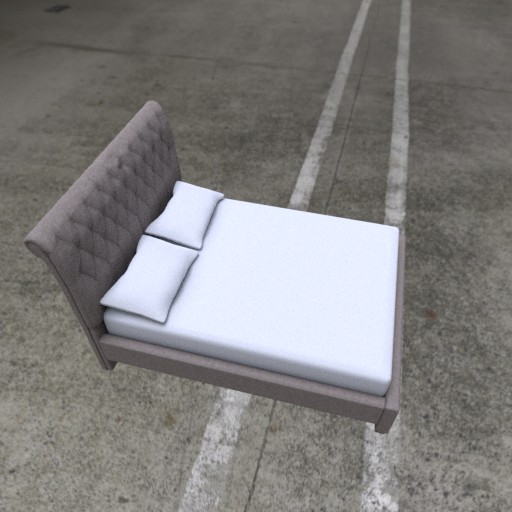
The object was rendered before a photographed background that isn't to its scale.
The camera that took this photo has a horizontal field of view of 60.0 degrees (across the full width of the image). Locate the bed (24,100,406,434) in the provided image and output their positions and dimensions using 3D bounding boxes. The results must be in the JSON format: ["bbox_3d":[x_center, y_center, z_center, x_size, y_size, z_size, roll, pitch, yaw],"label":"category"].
[{"bbox_3d":[0.000,0.000,3.269,2.252,1.371,1.645,11,47,10],"label":"bed"}]
